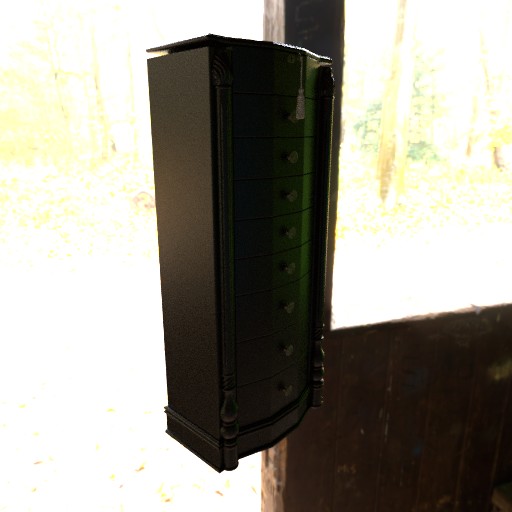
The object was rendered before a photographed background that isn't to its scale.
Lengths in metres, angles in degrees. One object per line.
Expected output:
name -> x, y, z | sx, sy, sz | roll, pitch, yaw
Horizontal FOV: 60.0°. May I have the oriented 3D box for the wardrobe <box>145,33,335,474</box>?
wardrobe -> 0.000, 0.000, 1.185 | 0.295, 1.011, 0.444 | 14, 21, 41
